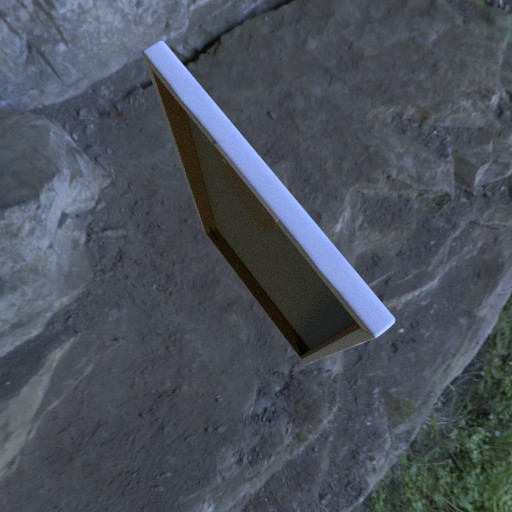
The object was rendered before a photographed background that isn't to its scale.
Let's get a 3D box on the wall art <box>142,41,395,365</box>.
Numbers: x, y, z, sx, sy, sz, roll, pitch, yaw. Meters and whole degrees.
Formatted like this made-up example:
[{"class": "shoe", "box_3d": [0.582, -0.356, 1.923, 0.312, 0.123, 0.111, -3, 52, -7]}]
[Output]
[{"class": "wall art", "box_3d": [0.000, 0.000, 1.125, 0.048, 0.916, 0.602, -36, 77, -10]}]
